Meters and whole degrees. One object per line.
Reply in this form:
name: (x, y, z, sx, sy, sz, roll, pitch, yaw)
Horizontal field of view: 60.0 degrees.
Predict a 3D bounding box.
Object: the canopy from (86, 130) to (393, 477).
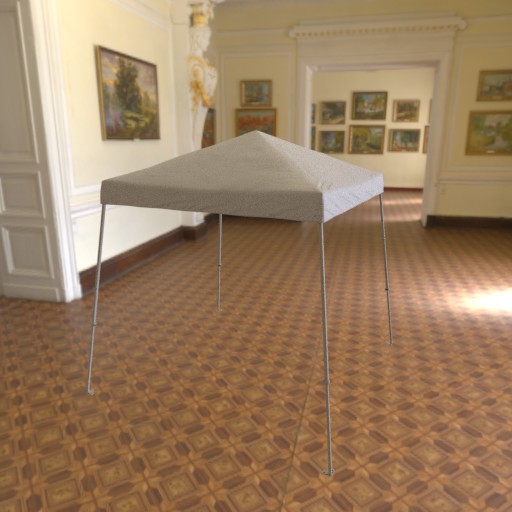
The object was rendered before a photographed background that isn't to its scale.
canopy: (0.000, 0.000, 6.599, 3.599, 3.600, 3.600, 7, 16, 26)
